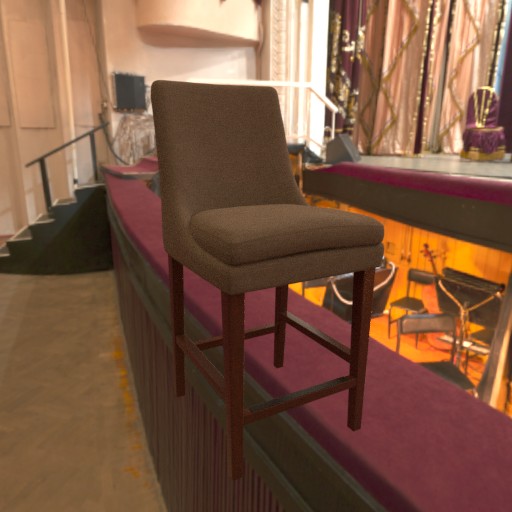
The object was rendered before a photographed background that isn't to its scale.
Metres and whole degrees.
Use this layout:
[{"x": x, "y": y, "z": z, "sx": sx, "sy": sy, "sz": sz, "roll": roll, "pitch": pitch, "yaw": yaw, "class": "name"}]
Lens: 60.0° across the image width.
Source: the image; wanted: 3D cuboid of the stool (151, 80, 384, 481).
[{"x": 0.000, "y": 0.000, "z": 1.284, "sx": 0.470, "sy": 0.981, "sz": 0.577, "roll": -8, "pitch": 17, "yaw": -28, "class": "stool"}]
